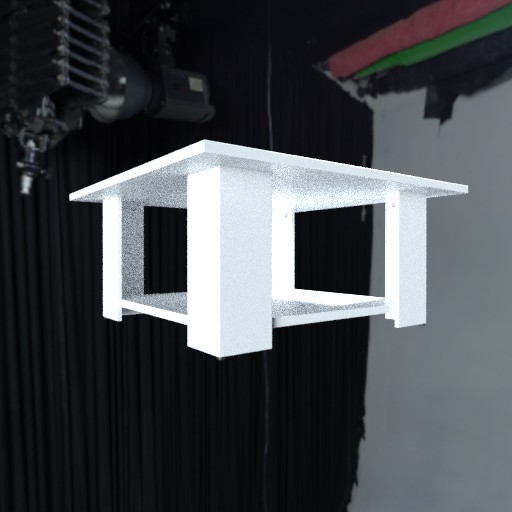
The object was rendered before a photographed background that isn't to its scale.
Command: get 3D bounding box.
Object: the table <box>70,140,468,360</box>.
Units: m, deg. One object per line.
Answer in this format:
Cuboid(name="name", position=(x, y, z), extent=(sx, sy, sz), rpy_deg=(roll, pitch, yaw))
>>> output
Cuboid(name="table", position=(0.000, 0.000, 1.048), extent=(0.670, 0.305, 0.670), rpy_deg=(0, 0, -37))
